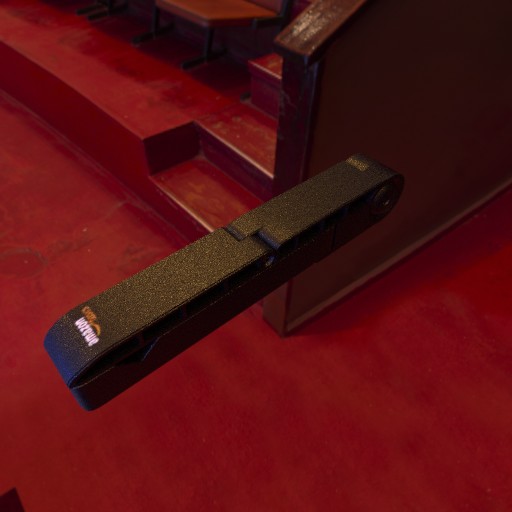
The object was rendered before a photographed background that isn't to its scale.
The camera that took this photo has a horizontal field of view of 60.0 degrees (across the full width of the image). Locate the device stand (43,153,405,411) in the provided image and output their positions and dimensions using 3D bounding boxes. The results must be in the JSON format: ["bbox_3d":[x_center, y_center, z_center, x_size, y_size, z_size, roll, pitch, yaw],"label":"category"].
[{"bbox_3d":[0.000,0.000,0.195,0.179,0.030,0.026,-31,54,-26],"label":"device stand"}]
